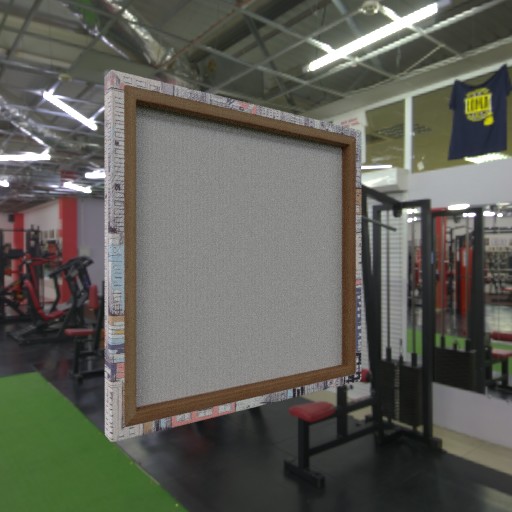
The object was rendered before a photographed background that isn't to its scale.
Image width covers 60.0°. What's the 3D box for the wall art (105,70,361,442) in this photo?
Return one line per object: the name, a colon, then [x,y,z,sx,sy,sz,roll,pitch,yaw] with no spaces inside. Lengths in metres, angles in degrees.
wall art: [0.000,0.000,1.143,0.761,0.762,0.048,0,0,-36]
